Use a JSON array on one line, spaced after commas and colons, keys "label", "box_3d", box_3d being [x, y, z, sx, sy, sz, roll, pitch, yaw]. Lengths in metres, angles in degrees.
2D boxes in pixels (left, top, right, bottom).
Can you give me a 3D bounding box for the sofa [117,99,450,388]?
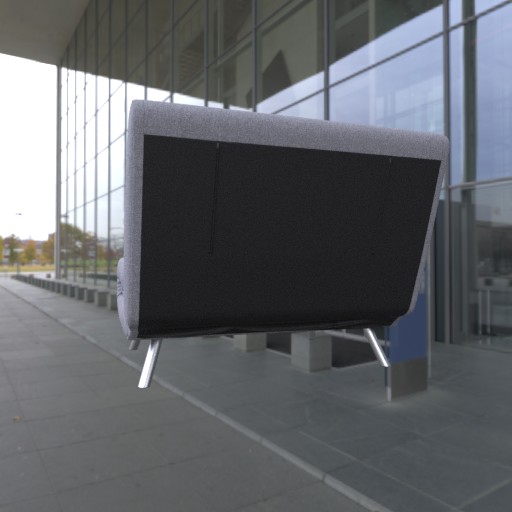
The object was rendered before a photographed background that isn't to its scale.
[{"label": "sofa", "box_3d": [0.000, 0.000, 1.732, 1.020, 0.825, 1.000, 0, -1, -18]}]
